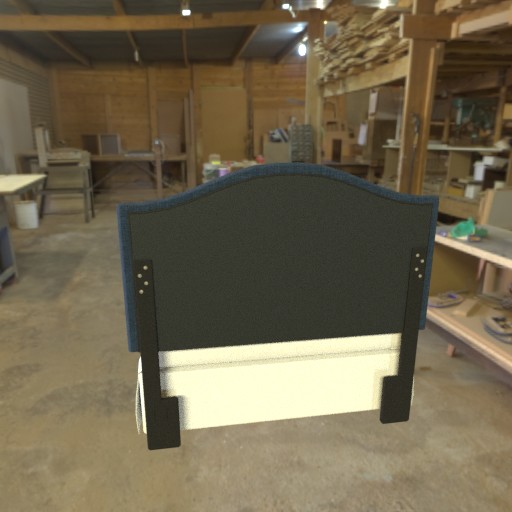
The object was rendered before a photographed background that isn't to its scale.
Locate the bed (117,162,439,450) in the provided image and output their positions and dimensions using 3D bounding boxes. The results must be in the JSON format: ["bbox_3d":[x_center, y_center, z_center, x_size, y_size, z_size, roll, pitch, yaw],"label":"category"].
[{"bbox_3d":[0.000,0.000,3.336,1.713,1.518,2.153,-3,16,-9],"label":"bed"}]
